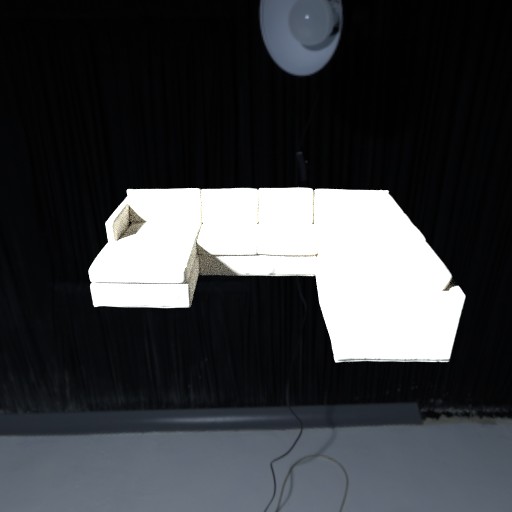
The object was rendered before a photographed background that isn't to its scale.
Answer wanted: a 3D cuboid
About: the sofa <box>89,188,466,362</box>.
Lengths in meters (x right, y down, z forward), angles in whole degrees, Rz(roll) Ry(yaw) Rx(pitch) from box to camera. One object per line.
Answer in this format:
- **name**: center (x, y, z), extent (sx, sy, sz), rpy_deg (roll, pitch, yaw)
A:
- **sofa**: center (0.000, 0.000, 4.804), extent (3.464, 0.882, 2.448), rpy_deg (0, 27, 0)
